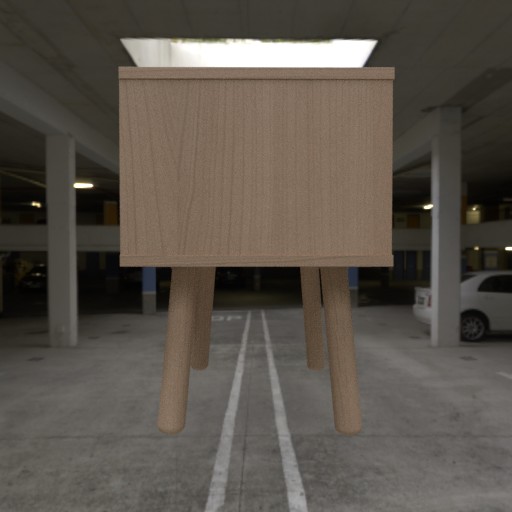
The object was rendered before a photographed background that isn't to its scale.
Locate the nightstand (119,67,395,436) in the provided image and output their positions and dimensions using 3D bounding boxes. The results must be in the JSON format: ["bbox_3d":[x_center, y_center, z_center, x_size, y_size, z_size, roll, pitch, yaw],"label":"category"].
[{"bbox_3d":[0.000,0.000,0.841,0.380,0.530,0.450,0,1,0],"label":"nightstand"}]
